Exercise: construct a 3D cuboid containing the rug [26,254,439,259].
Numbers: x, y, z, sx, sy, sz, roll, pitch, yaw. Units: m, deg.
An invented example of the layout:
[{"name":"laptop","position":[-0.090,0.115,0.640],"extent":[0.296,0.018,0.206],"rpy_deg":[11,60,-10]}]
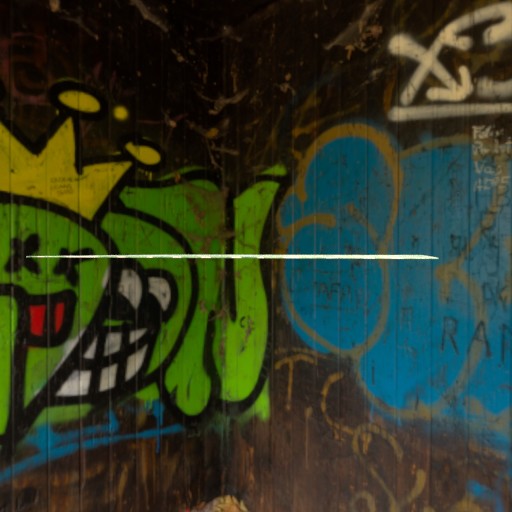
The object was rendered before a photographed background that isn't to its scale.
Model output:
[{"name":"rug","position":[0.000,0.000,4.200],"extent":[3.045,0.007,2.436],"rpy_deg":[0,1,19]}]
